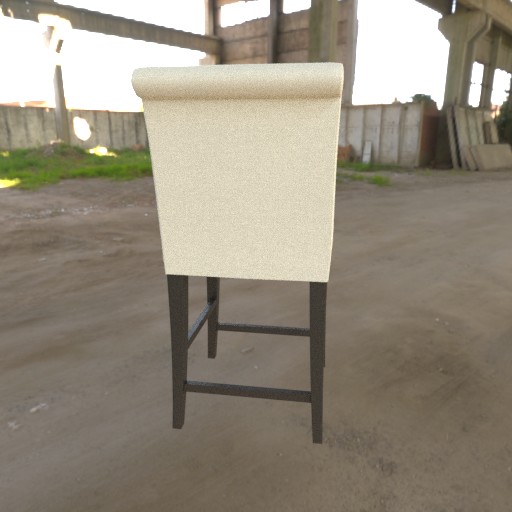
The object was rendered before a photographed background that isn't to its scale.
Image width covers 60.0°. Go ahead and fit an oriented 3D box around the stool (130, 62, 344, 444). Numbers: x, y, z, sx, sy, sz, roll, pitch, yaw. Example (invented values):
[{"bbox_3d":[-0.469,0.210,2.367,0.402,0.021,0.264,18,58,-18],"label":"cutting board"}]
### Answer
[{"bbox_3d":[0.000,0.000,1.303,0.452,0.976,0.597,2,16,9],"label":"stool"}]
